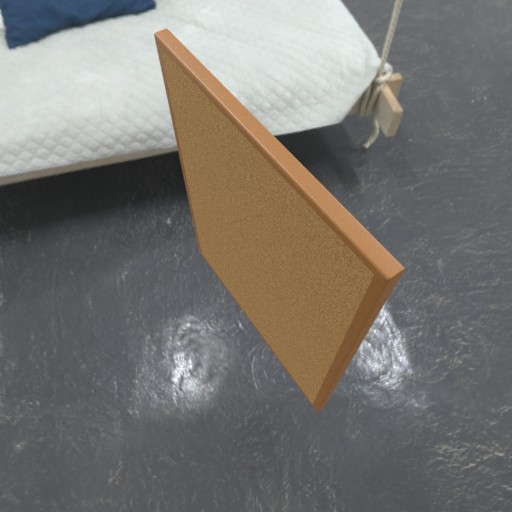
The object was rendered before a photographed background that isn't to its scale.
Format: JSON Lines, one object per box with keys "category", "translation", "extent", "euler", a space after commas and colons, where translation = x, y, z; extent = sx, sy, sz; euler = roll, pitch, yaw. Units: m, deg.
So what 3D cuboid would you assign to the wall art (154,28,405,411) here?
{"category": "wall art", "translation": [0.000, 0.000, 0.734], "extent": [0.022, 0.553, 0.452], "euler": [-31, 64, -17]}
